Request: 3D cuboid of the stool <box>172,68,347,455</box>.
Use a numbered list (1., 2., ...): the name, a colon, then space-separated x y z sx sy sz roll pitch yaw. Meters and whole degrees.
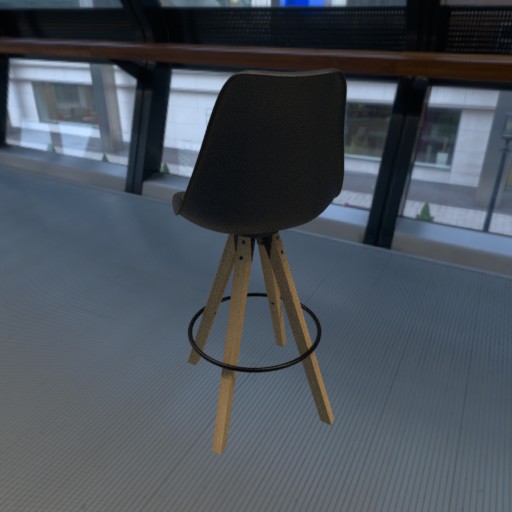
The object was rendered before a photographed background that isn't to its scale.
1. stool: 0.000 0.000 1.394 0.485 1.115 0.550 -8 27 -16
